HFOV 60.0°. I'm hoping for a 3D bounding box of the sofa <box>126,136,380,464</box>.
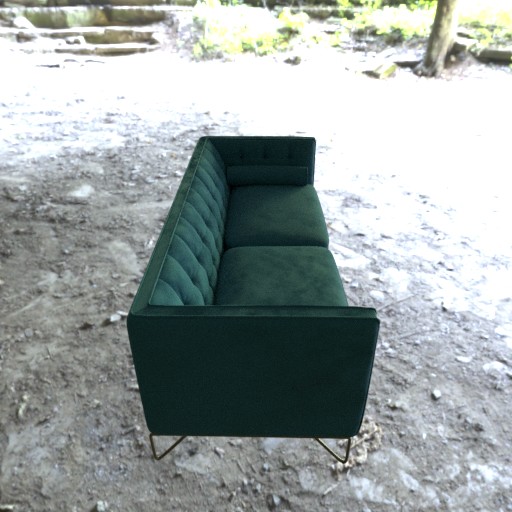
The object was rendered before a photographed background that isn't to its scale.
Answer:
[{"bbox_3d":[0.000,0.000,2.522,0.867,0.789,2.087,0,31,0],"label":"sofa"}]
